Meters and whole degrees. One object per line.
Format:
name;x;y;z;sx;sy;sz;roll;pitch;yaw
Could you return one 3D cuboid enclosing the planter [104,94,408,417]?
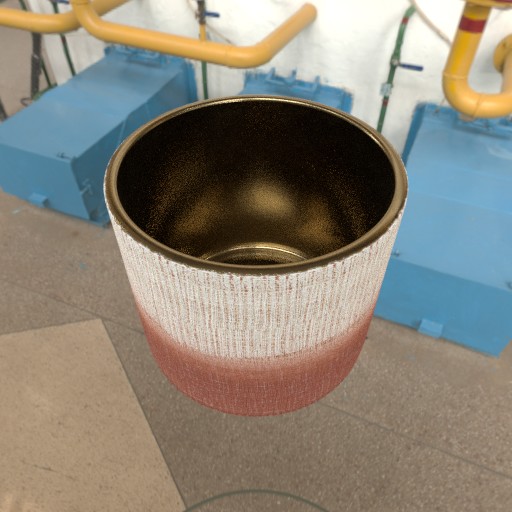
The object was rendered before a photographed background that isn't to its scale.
planter;0.000;0.000;0.316;0.178;0.157;0.178;0;46;0
